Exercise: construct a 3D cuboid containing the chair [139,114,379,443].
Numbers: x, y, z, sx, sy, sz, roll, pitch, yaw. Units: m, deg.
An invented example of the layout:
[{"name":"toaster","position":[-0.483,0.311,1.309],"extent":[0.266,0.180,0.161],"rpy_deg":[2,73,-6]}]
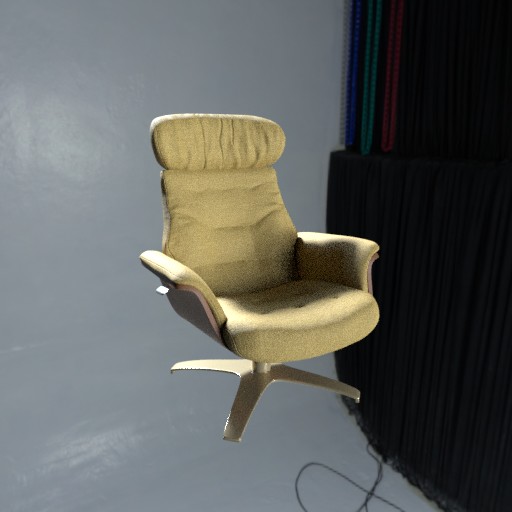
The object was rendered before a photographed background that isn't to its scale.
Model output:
[{"name":"chair","position":[0.000,0.000,1.582],"extent":[0.785,0.995,0.837],"rpy_deg":[-8,17,-27]}]
